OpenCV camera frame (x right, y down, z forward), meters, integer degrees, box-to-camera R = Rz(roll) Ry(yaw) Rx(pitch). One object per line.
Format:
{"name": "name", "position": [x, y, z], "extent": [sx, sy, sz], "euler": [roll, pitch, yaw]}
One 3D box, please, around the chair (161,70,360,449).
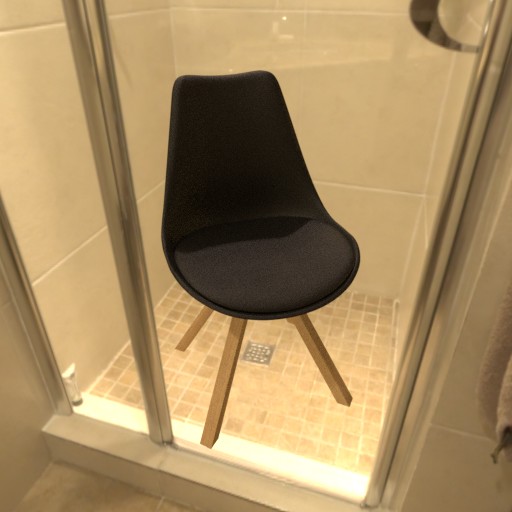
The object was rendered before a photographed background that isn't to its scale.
{"name": "chair", "position": [0.000, 0.000, 1.201], "extent": [0.485, 0.850, 0.549], "euler": [-11, 34, -16]}
